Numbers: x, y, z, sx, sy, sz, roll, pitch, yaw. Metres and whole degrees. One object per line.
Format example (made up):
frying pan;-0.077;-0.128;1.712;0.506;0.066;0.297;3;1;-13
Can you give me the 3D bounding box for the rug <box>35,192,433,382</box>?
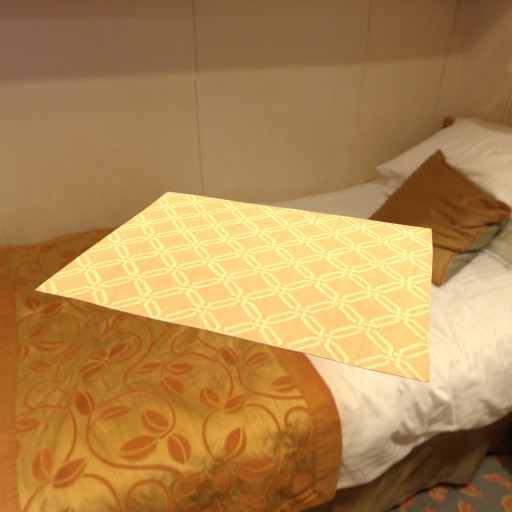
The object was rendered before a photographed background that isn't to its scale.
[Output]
rug;0.000;0.000;4.464;3.365;0.020;2.452;10;32;16
